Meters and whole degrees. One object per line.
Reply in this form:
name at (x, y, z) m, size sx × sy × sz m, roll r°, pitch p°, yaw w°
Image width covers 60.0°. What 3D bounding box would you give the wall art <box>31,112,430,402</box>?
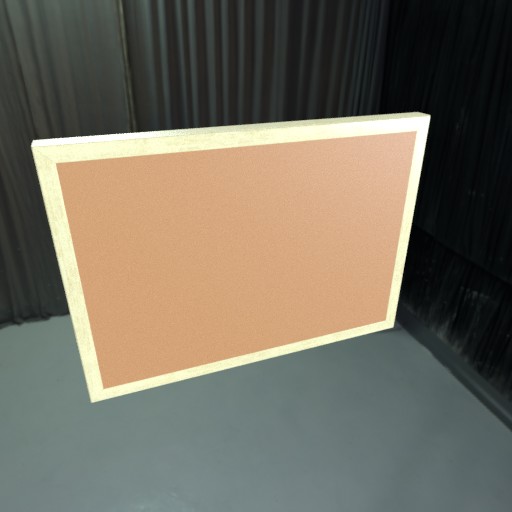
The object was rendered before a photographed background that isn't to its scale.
wall art at (0.000, 0.000, 0.665) m, size 0.533 × 0.381 × 0.032 m, roll -10°, pitch 29°, yaw -18°
